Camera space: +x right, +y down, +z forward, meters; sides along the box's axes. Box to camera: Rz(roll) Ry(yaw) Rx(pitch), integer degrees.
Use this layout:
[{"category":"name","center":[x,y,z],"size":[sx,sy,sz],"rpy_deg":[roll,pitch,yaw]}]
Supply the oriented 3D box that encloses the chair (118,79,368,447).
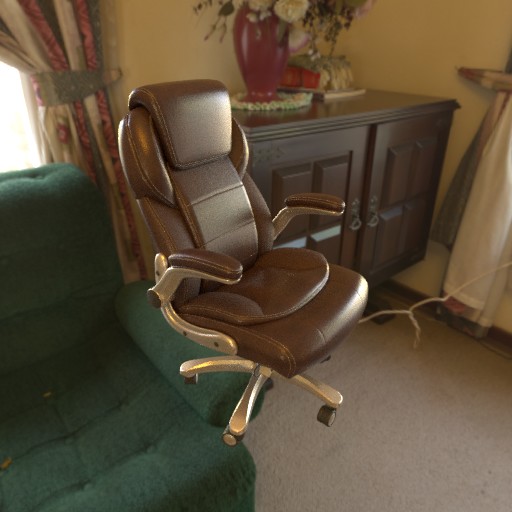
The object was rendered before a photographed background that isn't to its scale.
[{"category":"chair","center":[0.000,0.000,1.609],"size":[0.774,1.160,0.733],"rpy_deg":[17,31,31]}]
